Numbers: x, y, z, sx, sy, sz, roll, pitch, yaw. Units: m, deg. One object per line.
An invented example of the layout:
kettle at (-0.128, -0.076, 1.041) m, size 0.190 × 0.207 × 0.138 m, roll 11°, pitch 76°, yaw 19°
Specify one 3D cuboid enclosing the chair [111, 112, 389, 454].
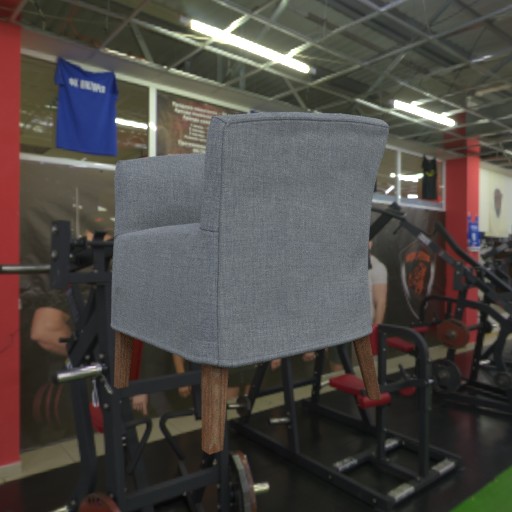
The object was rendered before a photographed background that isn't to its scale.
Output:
chair at (0.000, 0.000, 1.272) m, size 0.668 × 0.771 × 0.600 m, roll 0°, pitch 1°, yaw -37°
